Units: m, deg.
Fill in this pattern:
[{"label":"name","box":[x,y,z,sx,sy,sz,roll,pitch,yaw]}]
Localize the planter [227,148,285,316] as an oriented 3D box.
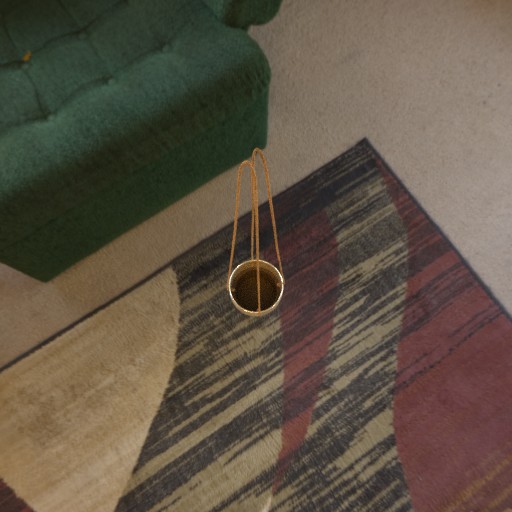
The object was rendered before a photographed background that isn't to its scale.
[{"label":"planter","box":[0.000,0.000,1.151,0.187,1.073,0.187,37,77,10]}]
